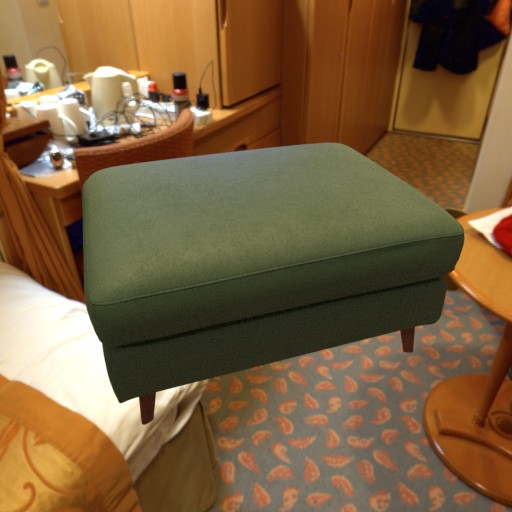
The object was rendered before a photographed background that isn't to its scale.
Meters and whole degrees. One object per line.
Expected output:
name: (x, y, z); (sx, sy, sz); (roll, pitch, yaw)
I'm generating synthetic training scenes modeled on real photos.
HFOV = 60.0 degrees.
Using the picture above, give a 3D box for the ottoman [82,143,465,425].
ottoman: (0.000, 0.000, 1.159); (0.811, 0.449, 0.608); (-10, 34, -16)
